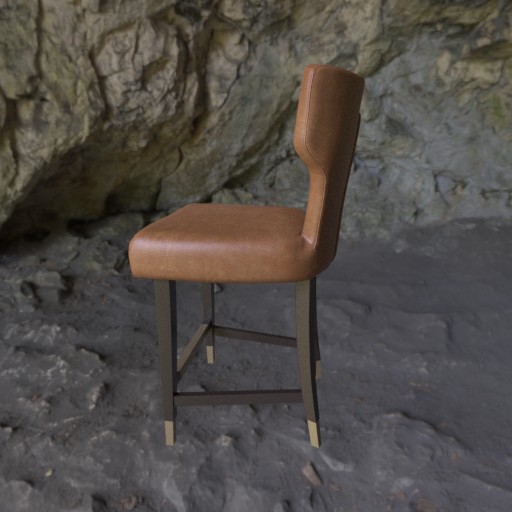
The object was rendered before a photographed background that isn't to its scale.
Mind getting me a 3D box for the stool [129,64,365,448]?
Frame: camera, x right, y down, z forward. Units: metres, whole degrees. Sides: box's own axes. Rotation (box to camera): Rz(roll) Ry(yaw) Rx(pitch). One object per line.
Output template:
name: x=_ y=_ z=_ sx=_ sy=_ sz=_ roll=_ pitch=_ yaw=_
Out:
stool: x=0.000 y=0.000 z=1.304 sx=0.563 sy=0.982 sz=0.526 roll=2 pitch=16 yaw=8
